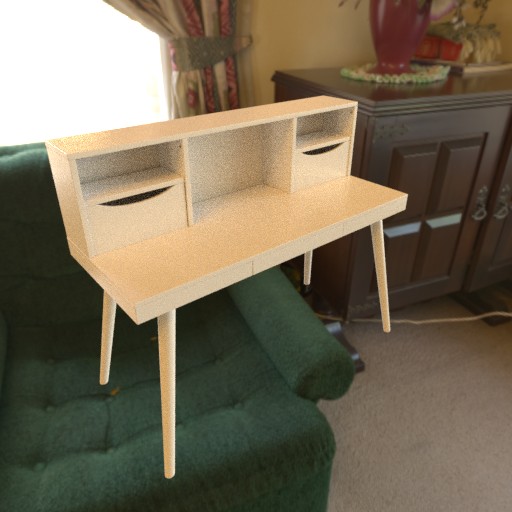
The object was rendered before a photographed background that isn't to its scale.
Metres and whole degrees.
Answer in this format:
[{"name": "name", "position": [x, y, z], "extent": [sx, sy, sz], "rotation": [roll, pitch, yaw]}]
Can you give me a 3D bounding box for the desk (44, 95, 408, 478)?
[{"name": "desk", "position": [0.000, 0.000, 1.708], "extent": [1.199, 0.990, 0.559], "rotation": [-22, 36, -34]}]
